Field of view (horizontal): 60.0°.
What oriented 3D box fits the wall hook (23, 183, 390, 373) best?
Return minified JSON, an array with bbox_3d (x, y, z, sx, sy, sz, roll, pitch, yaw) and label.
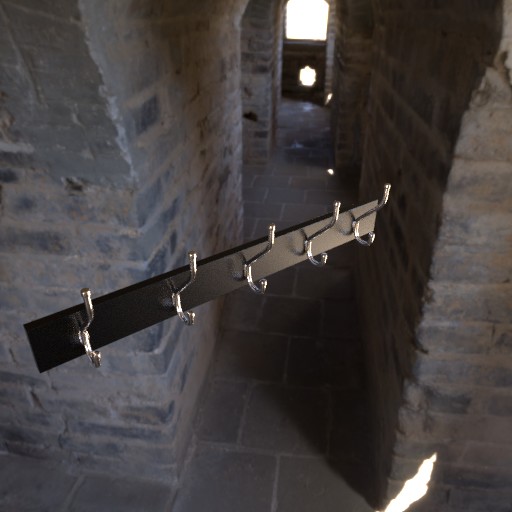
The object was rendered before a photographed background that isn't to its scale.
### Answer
[{"bbox_3d":[0.000,0.000,0.598,0.571,0.117,0.071,-21,36,-33],"label":"wall hook"}]
